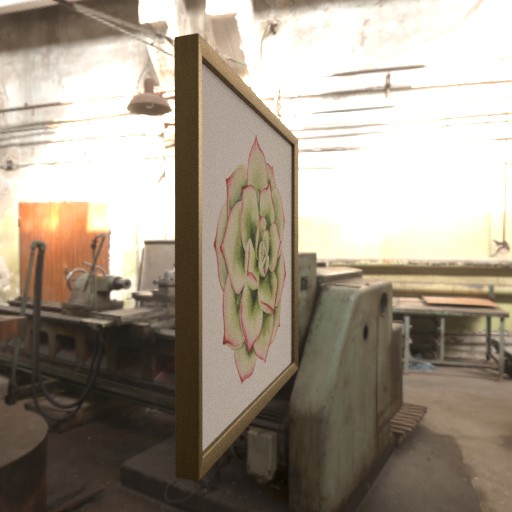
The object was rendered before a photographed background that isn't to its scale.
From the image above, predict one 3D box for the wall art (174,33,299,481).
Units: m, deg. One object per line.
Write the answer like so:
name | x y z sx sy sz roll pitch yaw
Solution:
wall art | 0.000 0.000 0.742 0.031 0.506 0.503 0 1 18
